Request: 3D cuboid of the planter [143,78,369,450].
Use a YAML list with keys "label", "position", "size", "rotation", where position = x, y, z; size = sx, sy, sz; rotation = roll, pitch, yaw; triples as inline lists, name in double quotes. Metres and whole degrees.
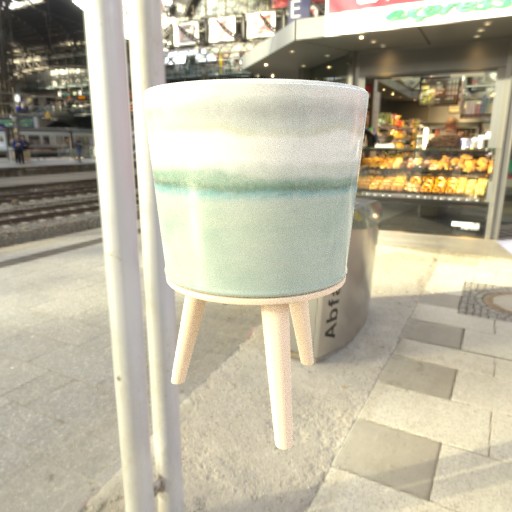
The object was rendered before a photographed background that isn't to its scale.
- label: "planter"
  position: [0.000, 0.000, 0.583]
  size: [0.265, 0.404, 0.265]
  rotation: [7, 16, 26]
